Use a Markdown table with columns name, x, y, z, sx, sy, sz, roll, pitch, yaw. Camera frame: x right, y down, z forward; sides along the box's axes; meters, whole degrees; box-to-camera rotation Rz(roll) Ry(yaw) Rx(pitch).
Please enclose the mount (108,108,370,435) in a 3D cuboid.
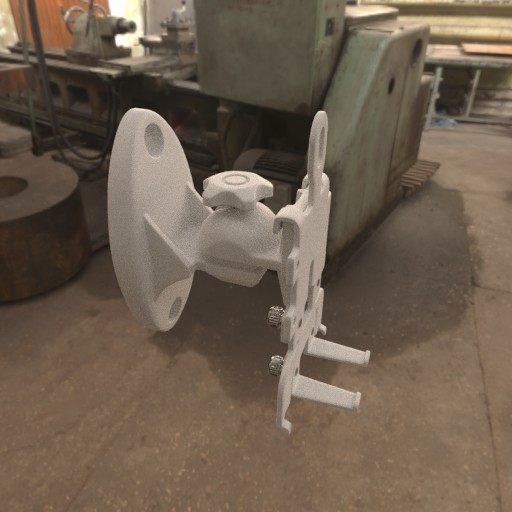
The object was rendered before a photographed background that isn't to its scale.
| name | x | y | z | sx | sy | sz | roll | pitch | yaw |
| --- | --- | --- | --- | --- | --- | --- | --- | --- | --- |
| mount | 0.000 | 0.000 | 0.179 | 0.100 | 0.118 | 0.066 | 11 | 33 | 17 |
